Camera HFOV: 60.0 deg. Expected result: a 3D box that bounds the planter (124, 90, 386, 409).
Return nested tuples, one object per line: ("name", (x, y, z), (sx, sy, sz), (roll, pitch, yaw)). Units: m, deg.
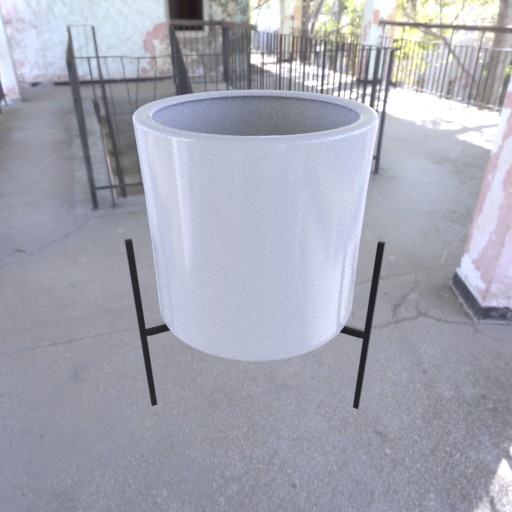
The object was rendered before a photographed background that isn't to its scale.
("planter", (0.000, 0.000, 0.736), (0.360, 0.480, 0.361), (1, 29, 1))
